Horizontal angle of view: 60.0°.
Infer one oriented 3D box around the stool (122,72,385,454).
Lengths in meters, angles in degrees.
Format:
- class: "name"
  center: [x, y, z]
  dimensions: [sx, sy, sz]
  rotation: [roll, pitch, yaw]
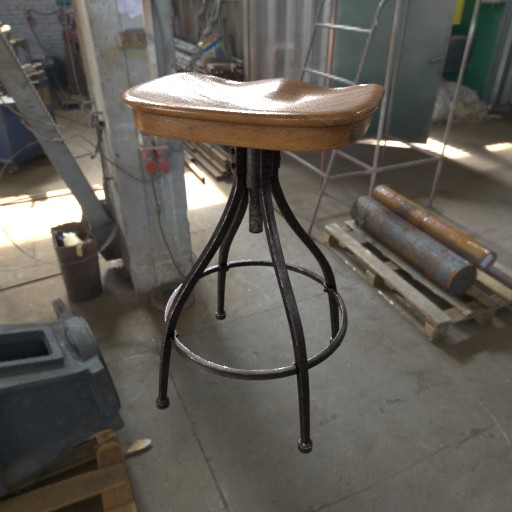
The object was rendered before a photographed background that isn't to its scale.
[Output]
- class: "stool"
  center: [0.000, 0.000, 0.957]
  dimensions: [0.432, 0.694, 0.424]
  rotation: [10, 33, 16]
